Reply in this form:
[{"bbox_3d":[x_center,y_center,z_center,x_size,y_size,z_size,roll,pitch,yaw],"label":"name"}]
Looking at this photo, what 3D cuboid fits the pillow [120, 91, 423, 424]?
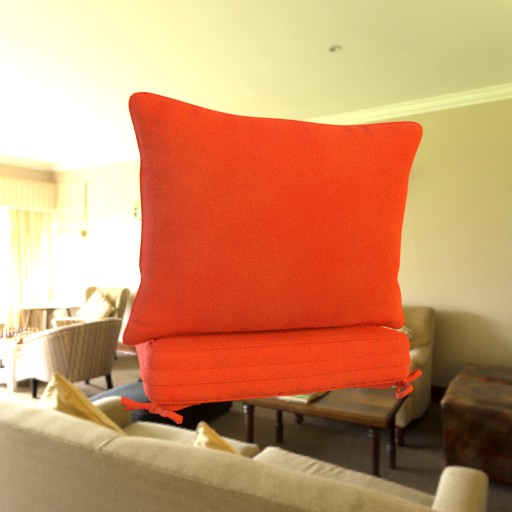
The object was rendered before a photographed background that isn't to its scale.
[{"bbox_3d":[0.000,0.000,1.351,0.798,0.725,0.733,0,0,-18],"label":"pillow"}]
